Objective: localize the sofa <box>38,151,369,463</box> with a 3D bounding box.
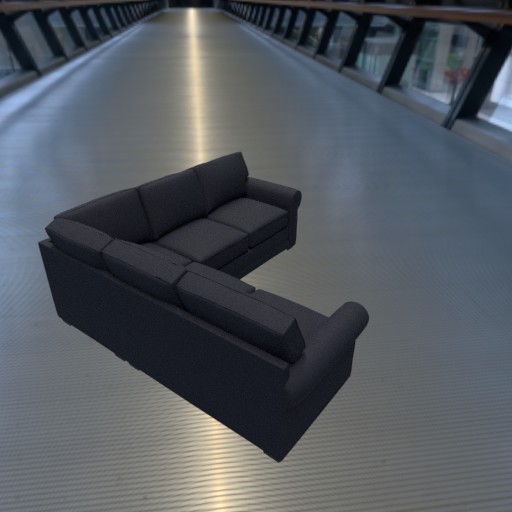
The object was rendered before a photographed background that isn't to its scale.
[{"bbox_3d":[0.000,0.000,3.939,2.487,1.042,2.562,20,35,32],"label":"sofa"}]
